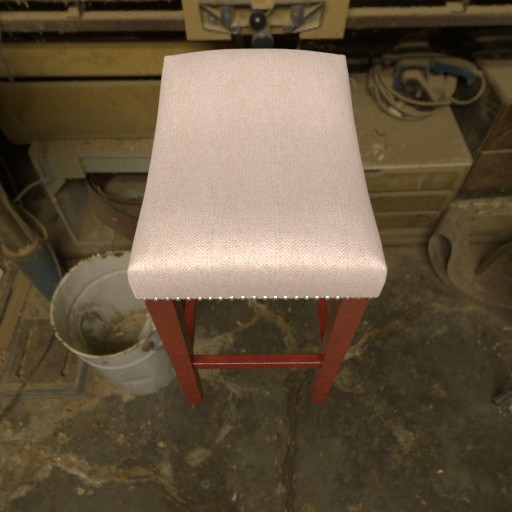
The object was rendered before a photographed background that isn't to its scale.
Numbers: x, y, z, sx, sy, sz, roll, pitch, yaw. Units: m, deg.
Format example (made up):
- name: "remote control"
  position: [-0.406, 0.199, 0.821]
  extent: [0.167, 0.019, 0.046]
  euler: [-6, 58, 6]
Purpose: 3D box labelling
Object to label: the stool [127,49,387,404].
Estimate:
- name: "stool"
  position: [0.000, 0.000, 1.020]
  extent: [0.372, 0.742, 0.504]
  euler: [0, 57, 0]
